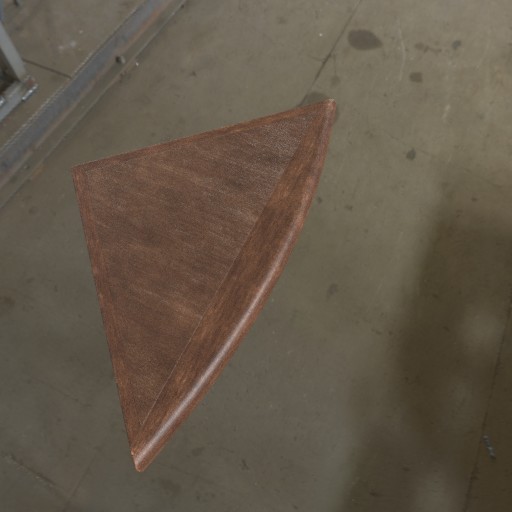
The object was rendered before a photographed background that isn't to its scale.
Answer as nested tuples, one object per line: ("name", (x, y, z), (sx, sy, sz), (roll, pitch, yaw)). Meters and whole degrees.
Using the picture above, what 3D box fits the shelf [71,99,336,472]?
("shelf", (0.000, 0.000, 0.450), (0.310, 0.050, 0.310), (-17, 64, -9))
